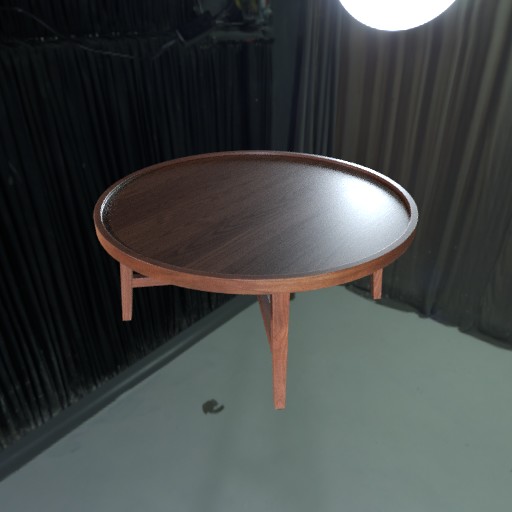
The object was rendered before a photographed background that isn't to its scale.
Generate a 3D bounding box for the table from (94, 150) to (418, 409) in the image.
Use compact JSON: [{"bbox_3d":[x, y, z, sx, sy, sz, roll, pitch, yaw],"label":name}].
[{"bbox_3d":[0.000,0.000,1.236,0.800,0.360,0.800,0,30,0],"label":"table"}]
